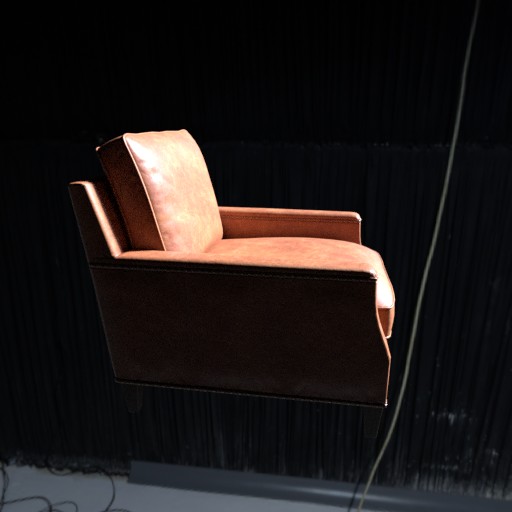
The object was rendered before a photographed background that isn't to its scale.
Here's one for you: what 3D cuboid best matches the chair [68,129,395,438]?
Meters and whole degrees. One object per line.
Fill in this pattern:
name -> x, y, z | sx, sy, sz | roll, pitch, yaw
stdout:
chair -> 0.000, 0.000, 1.741 | 1.014, 0.943, 0.853 | 3, 17, 9
